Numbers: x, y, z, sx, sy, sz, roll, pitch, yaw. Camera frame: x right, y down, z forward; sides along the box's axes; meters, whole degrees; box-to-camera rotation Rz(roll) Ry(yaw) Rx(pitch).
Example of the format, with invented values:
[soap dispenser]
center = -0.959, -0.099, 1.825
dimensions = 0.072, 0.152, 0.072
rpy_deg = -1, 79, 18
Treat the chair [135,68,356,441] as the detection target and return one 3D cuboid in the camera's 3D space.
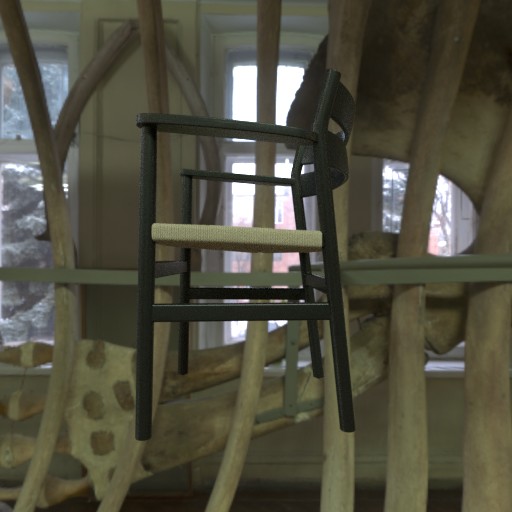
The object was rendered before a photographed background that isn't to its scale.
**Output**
[chair]
center = 0.000, 0.000, 1.192
dimensions = 0.508, 0.775, 0.630
rpy_deg = 0, 0, 0
